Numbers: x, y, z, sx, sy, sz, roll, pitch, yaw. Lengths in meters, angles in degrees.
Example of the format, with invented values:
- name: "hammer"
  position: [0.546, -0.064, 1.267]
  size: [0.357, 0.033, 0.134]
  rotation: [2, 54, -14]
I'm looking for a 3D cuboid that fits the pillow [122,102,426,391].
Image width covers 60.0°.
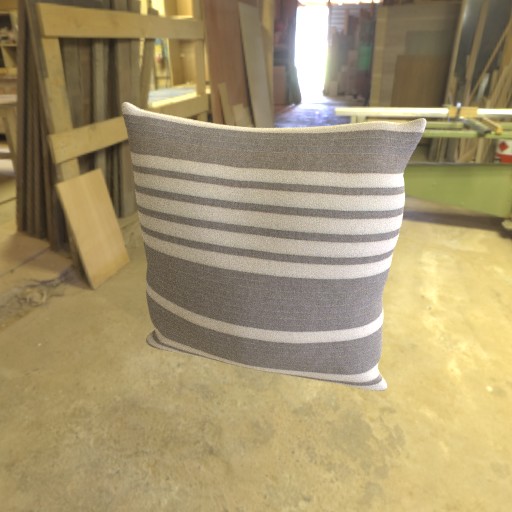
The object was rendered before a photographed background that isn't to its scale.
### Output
- name: "pillow"
  position: [0.000, 0.000, 0.686]
  size: [0.439, 0.440, 0.182]
  rotation: [8, 25, 16]
